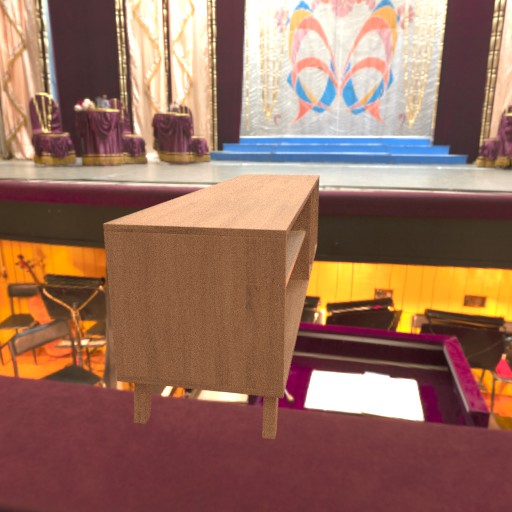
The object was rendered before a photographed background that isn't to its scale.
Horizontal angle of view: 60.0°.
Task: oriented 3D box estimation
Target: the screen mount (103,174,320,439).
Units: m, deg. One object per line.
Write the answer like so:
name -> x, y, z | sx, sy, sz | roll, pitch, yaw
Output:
screen mount -> 0.000, 0.000, 1.706 | 0.400, 0.510, 1.500 | 3, 15, 10
